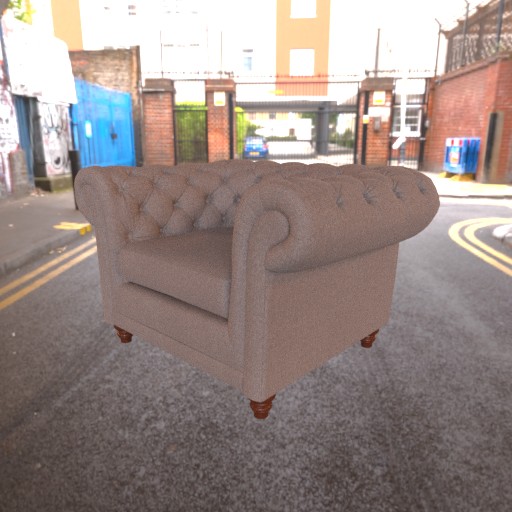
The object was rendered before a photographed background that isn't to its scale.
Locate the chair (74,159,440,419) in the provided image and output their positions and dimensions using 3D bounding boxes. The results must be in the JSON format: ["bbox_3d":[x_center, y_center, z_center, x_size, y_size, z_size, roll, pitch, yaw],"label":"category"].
[{"bbox_3d":[0.000,0.000,1.902,1.270,0.770,0.976,13,20,41],"label":"chair"}]
